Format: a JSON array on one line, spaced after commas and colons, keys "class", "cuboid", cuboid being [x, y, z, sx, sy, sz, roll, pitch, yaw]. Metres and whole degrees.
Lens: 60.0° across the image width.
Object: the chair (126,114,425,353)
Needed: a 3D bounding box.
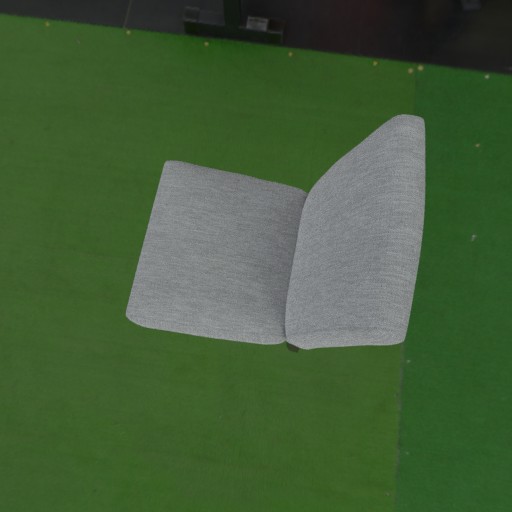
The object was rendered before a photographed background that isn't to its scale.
[{"class": "chair", "cuboid": [0.000, 0.000, 1.233, 0.629, 0.884, 0.487, 10, 75, 3]}]
